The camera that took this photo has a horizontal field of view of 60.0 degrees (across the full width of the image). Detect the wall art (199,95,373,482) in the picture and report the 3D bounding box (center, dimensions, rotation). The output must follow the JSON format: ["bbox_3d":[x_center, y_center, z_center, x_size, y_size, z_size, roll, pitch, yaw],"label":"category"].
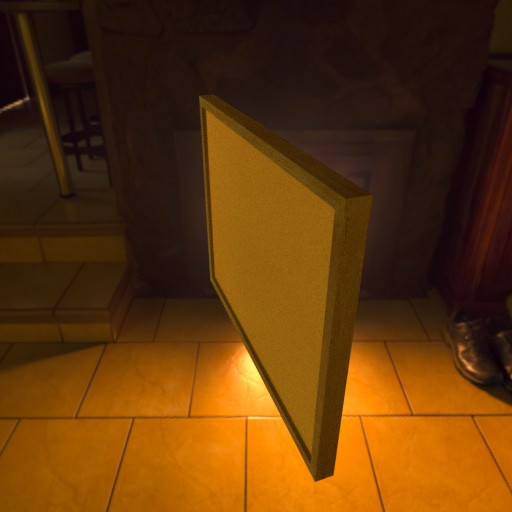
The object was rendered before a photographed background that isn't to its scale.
[{"bbox_3d":[0.000,0.000,1.769,0.070,1.009,1.320,-10,31,-18],"label":"wall art"}]
